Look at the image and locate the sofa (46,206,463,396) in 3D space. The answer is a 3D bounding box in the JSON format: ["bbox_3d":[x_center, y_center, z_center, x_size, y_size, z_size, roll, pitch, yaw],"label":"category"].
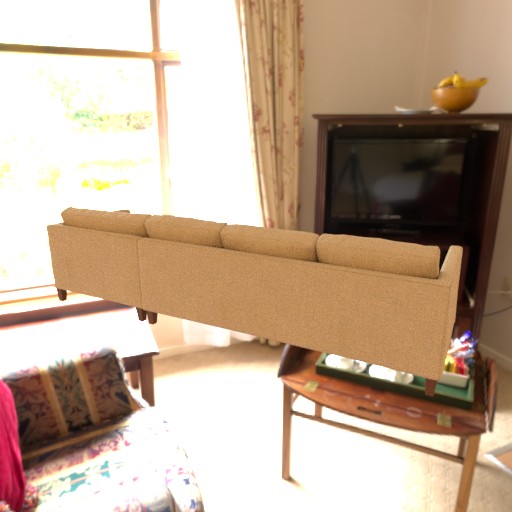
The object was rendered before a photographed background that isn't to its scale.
[{"bbox_3d":[0.000,0.000,3.782,3.186,0.846,1.625,8,18,26],"label":"sofa"}]
